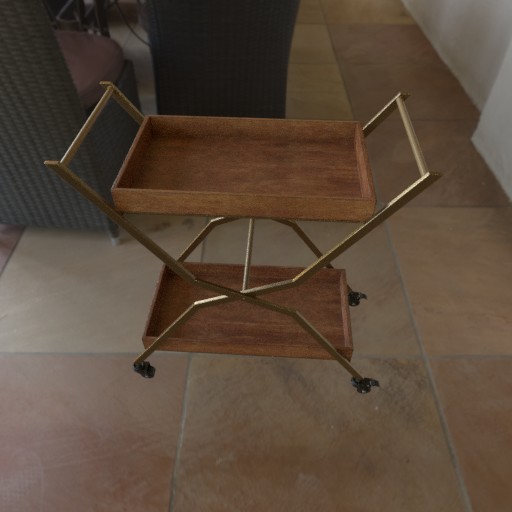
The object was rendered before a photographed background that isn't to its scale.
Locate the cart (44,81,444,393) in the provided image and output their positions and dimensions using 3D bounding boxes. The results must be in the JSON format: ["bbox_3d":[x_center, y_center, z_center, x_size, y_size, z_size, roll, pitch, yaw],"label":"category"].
[{"bbox_3d":[0.000,0.000,1.319,0.836,0.869,0.405,3,46,2],"label":"cart"}]
